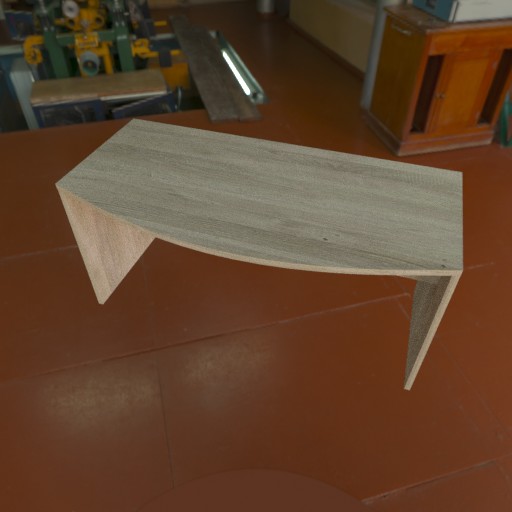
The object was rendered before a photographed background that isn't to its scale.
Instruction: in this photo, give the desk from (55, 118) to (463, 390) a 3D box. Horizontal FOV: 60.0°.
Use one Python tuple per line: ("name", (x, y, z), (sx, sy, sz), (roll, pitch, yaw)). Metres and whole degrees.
("desk", (0.000, 0.000, 2.068), (1.600, 0.752, 0.802), (13, 44, 14))
